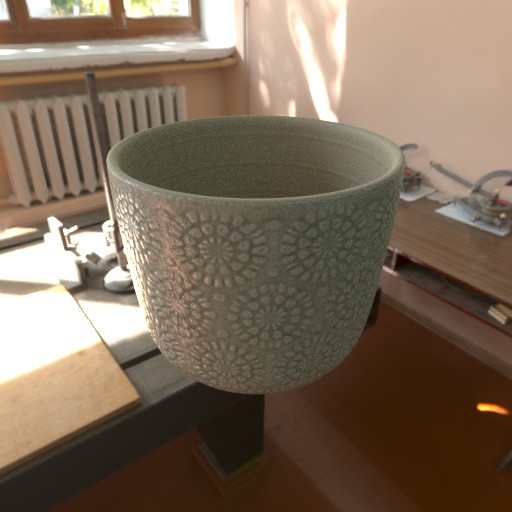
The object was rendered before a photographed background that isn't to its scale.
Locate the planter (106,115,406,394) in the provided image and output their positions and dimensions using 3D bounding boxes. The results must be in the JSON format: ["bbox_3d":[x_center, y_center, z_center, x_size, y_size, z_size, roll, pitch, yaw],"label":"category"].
[{"bbox_3d":[0.000,0.000,0.217,0.124,0.109,0.124,0,30,0],"label":"planter"}]
